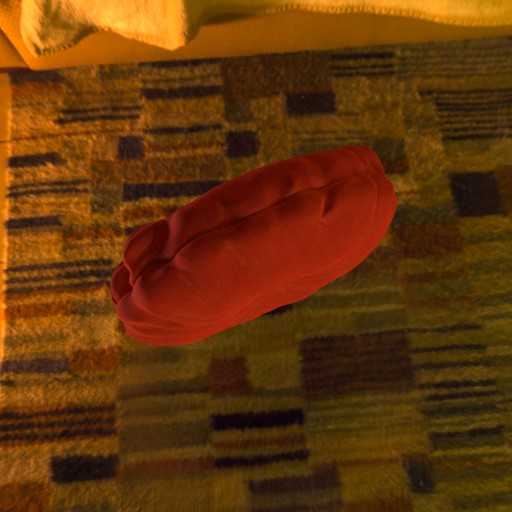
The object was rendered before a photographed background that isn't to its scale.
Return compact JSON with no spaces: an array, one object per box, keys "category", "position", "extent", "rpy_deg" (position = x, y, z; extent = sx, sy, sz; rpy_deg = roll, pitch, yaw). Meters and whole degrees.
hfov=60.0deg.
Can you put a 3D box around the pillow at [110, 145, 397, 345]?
[{"category":"pillow","position":[0.000,0.000,0.637],"extent":[0.428,0.407,0.148],"rpy_deg":[-24,77,-6]}]
